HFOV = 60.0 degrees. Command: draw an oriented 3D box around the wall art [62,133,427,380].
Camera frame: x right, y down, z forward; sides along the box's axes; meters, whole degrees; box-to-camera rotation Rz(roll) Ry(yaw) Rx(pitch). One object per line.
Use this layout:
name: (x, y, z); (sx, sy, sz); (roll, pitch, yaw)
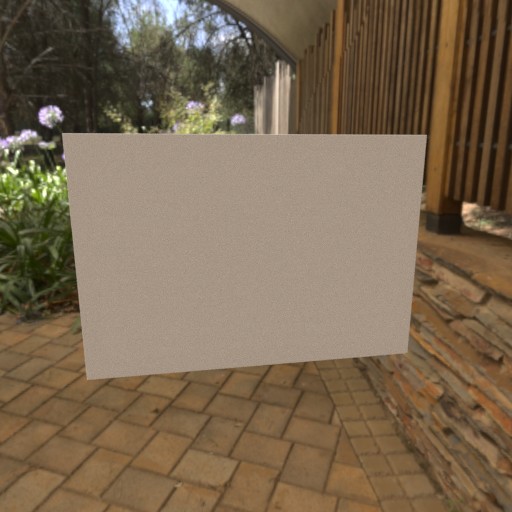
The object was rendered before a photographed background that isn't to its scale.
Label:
wall art: (0.000, 0.000, 1.705); (1.308, 0.902, 0.051); (-2, 14, -10)
